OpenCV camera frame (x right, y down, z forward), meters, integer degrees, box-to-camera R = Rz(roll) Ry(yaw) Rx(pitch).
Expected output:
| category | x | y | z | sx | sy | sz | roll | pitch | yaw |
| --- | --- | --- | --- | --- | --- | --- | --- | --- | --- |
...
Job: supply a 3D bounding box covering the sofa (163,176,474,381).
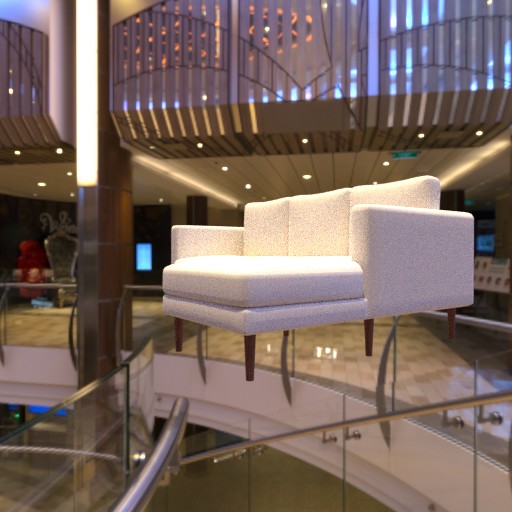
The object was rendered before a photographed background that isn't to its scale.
| category | x | y | z | sx | sy | sz | roll | pitch | yaw |
| --- | --- | --- | --- | --- | --- | --- | --- | --- | --- |
| sofa | 0.000 | 0.000 | 2.834 | 1.580 | 0.899 | 2.029 | 0 | 1 | -36 |
